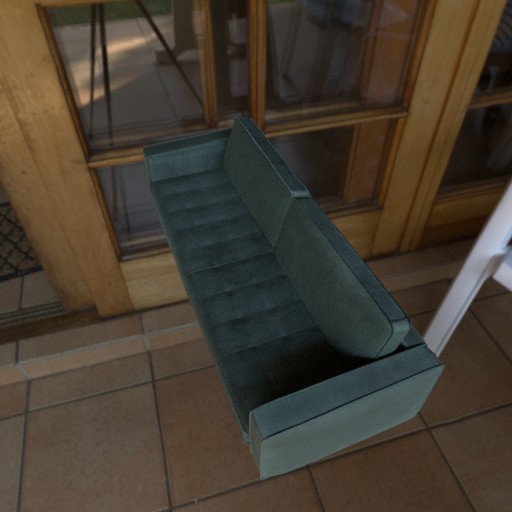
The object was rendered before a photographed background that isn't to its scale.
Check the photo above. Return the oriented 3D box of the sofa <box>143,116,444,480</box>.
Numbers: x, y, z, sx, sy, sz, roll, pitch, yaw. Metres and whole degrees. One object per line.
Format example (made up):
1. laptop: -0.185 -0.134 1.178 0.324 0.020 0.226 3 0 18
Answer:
1. sofa: 0.000 0.000 2.609 0.886 0.781 2.214 -16 48 -15
